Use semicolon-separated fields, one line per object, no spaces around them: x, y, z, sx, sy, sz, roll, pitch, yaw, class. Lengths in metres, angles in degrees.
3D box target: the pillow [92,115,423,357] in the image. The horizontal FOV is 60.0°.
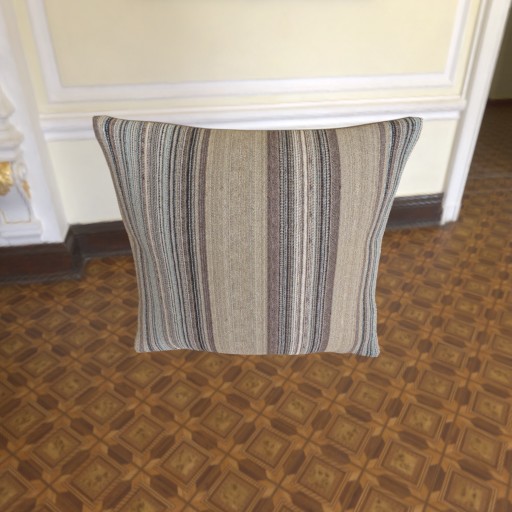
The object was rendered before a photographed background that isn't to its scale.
0.000;0.000;0.674;0.435;0.416;0.189;1;31;1;pillow
